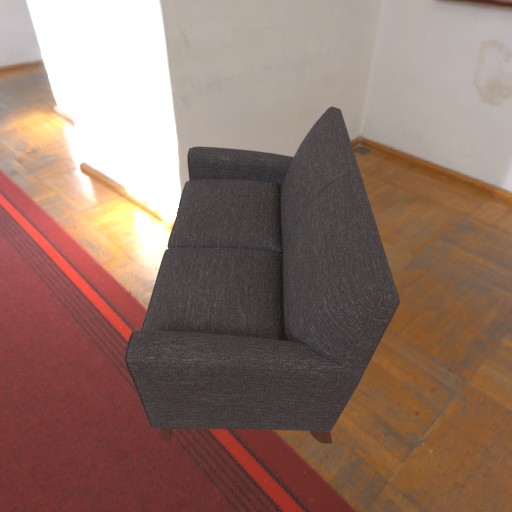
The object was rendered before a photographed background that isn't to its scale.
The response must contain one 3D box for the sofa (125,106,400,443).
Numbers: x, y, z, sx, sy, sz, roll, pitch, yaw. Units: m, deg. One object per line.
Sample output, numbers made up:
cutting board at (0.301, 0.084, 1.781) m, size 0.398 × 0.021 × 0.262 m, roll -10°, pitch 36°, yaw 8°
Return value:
sofa at (0.000, 0.000, 2.098) m, size 0.867 × 0.905 × 1.509 m, roll 1°, pitch 40°, yaw 1°
